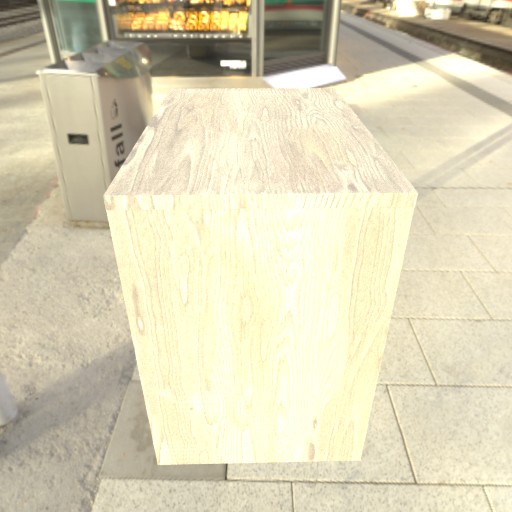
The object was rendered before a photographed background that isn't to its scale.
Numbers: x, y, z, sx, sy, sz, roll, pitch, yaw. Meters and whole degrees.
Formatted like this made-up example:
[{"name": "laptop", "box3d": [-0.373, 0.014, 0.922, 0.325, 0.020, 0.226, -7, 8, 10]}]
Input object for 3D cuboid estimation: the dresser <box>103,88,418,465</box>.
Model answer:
[{"name": "dresser", "box3d": [0.000, 0.000, 1.289, 0.529, 0.762, 0.809, -1, 33, -1]}]
